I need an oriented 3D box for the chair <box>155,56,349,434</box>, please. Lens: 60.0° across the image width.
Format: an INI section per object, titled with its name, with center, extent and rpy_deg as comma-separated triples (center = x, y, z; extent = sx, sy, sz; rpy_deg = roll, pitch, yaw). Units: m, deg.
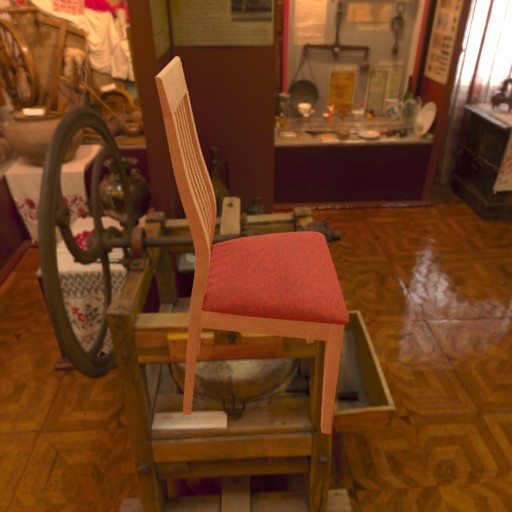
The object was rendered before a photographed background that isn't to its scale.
[chair]
center = 0.000, 0.000, 1.284
extent = 0.474, 1.027, 0.460
rpy_deg = 0, 32, -1
